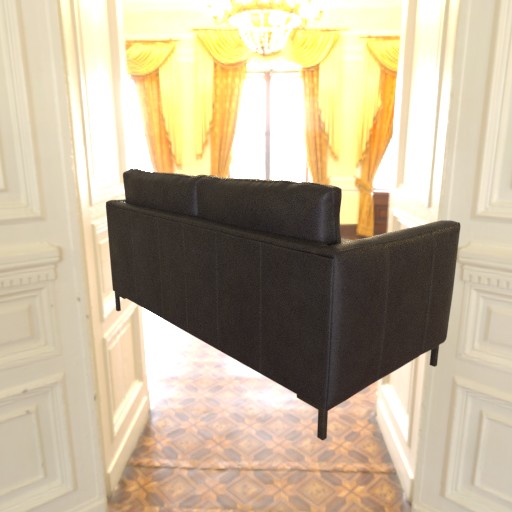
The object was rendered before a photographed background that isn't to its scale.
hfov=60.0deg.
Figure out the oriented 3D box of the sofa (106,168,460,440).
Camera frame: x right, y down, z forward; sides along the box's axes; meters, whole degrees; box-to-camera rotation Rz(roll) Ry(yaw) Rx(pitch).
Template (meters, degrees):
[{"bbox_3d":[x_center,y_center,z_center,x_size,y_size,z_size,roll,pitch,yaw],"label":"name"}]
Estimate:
[{"bbox_3d":[0.000,0.000,2.344,0.947,0.883,1.805,-13,19,-42],"label":"sofa"}]
